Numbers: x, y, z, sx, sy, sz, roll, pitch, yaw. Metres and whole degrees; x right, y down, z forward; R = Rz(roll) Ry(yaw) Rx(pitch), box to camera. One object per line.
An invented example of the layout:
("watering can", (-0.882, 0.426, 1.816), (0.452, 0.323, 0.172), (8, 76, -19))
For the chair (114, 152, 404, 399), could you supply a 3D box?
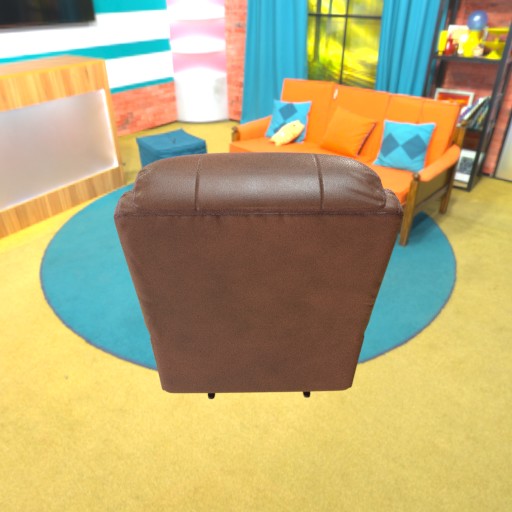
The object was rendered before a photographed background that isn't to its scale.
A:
("chair", (0.000, 0.000, 1.773), (0.838, 1.054, 1.014), (-1, 32, -1))
